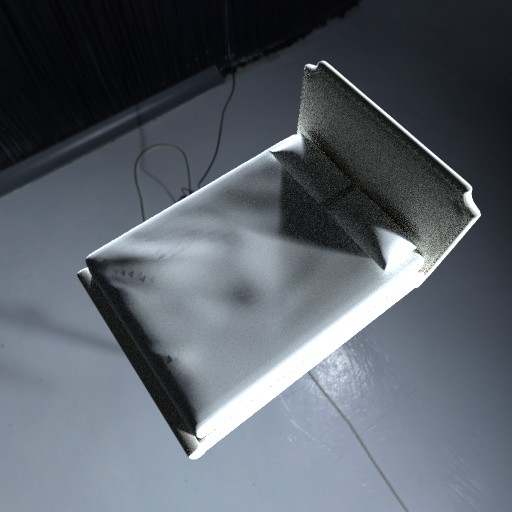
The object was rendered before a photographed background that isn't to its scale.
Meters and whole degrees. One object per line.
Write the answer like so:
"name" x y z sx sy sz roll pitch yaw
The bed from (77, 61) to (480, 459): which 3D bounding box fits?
"bed" 0.000 0.000 3.331 2.365 1.443 1.712 -34 68 -16
